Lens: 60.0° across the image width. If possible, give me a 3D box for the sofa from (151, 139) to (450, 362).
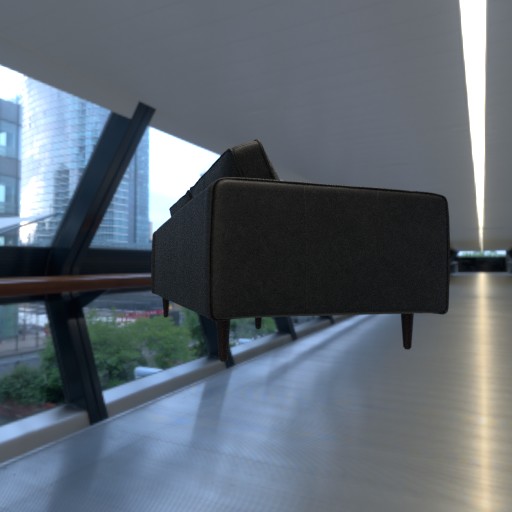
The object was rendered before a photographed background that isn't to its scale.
[{"bbox_3d":[0.000,0.000,2.349,0.921,0.770,1.879,1,-2,-19],"label":"sofa"}]
